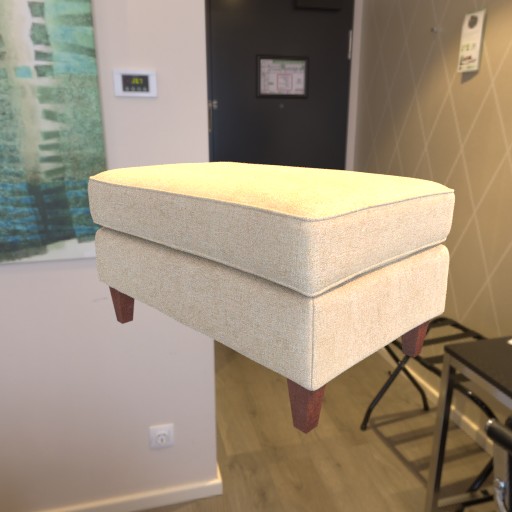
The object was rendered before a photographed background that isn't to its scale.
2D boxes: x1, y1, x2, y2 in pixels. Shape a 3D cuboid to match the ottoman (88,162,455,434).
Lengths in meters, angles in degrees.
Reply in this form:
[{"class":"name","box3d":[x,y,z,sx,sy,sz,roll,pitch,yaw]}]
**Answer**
[{"class":"ottoman","box3d":[0.000,0.000,1.236,0.583,0.484,0.862,-15,21,-43]}]
